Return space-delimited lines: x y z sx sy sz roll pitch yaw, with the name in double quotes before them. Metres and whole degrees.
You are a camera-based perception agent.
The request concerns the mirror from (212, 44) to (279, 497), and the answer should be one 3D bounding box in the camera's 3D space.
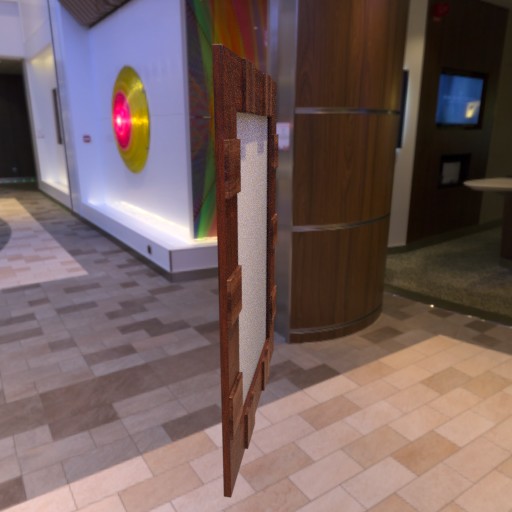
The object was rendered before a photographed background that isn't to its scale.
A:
"mirror" 0.000 0.000 1.031 0.021 0.805 0.600 3 16 10
